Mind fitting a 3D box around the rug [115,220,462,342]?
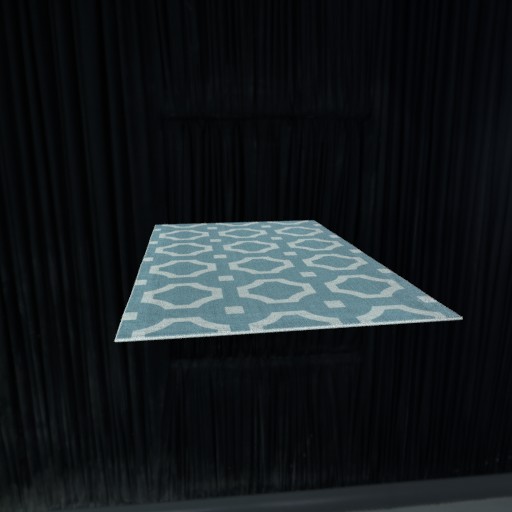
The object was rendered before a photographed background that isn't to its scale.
[{"bbox_3d":[0.000,0.000,3.061,1.528,0.015,2.443,-2,15,-8],"label":"rug"}]
